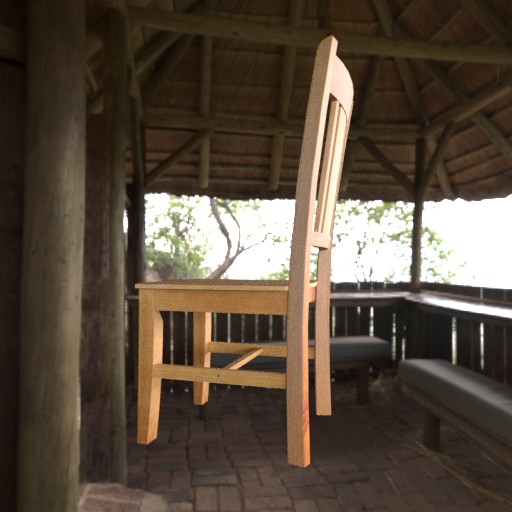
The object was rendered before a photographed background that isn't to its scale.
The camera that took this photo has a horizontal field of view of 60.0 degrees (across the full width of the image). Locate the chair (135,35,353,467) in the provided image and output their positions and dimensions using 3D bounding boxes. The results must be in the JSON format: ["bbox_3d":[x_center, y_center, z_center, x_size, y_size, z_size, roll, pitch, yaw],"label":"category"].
[{"bbox_3d":[0.000,0.000,1.292,0.556,0.998,0.450,0,-1,18],"label":"chair"}]
